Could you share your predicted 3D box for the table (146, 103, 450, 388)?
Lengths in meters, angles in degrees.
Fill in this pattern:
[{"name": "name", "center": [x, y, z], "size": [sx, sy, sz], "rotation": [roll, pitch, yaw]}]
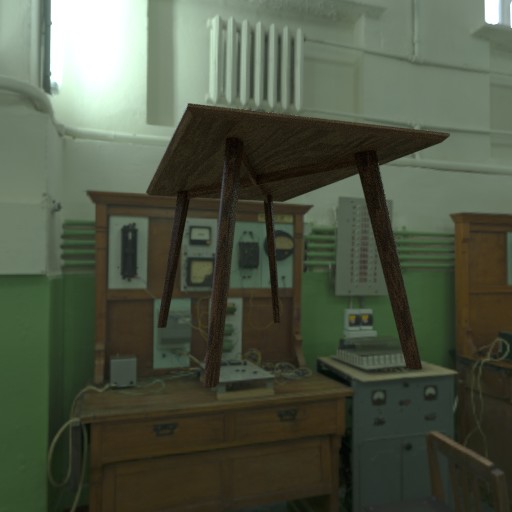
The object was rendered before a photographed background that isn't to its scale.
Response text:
[{"name": "table", "center": [0.000, 0.000, 1.857], "size": [0.801, 0.724, 1.349], "rotation": [0, -1, -18]}]
